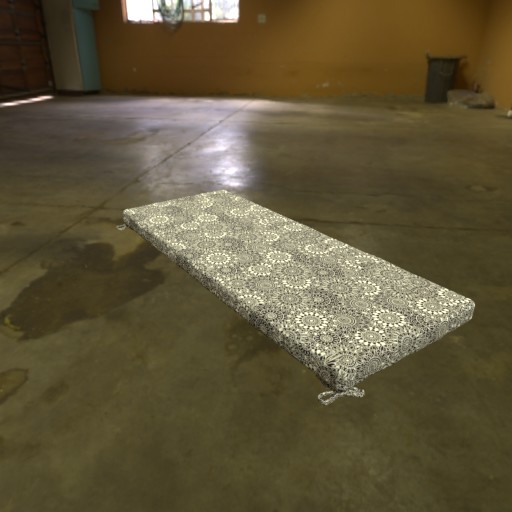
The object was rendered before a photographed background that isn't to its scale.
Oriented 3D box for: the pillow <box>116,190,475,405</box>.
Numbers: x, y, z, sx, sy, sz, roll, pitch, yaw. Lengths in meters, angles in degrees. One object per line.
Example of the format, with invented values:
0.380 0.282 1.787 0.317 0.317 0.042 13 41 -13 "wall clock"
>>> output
0.000 0.000 1.364 0.492 0.081 1.187 -17 30 -32 "pillow"
